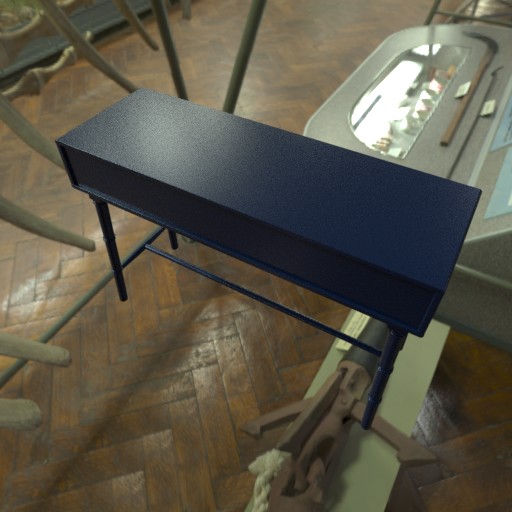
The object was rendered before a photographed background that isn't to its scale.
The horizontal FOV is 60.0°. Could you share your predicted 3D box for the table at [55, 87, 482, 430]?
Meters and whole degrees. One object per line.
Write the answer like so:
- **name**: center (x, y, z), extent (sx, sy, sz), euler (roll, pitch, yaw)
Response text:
- **table**: center (0.000, 0.000, 1.476), extent (1.118, 0.749, 0.399), euler (23, 51, 20)
